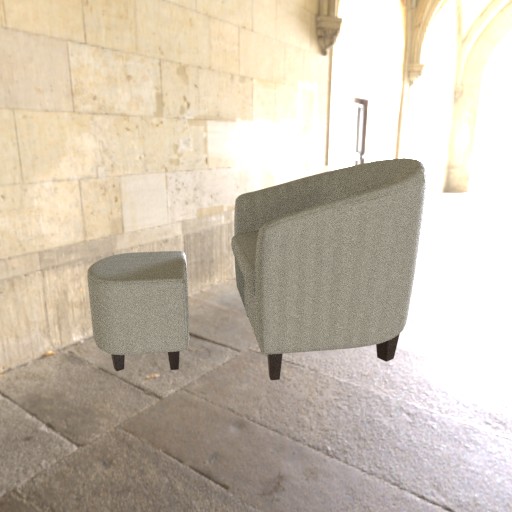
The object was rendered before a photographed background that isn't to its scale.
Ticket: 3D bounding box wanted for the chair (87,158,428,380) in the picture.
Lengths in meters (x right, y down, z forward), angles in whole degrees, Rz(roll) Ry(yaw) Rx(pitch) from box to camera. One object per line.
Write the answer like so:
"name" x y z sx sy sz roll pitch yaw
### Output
"chair" 0.000 0.000 1.773 1.288 0.757 0.756 -2 15 -9
